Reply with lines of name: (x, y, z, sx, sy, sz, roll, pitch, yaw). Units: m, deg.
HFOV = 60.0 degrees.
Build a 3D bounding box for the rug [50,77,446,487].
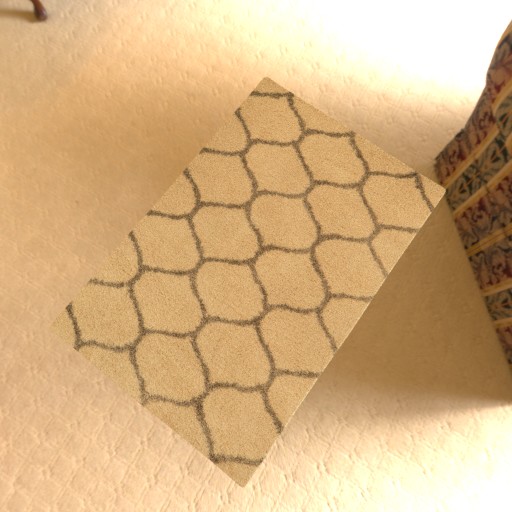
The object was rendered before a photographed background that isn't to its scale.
rug: (0.000, 0.000, 3.405, 1.801, 0.026, 2.701, 36, 77, 9)
